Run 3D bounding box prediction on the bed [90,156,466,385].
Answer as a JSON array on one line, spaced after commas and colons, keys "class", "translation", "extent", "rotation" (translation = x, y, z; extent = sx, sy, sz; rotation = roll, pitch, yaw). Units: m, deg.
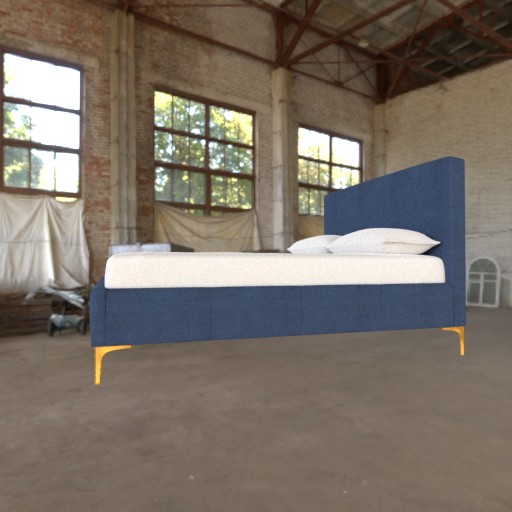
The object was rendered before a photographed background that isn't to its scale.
[{"class": "bed", "translation": [0.000, 0.000, 3.193], "extent": [2.172, 1.231, 1.723], "rotation": [0, -1, -18]}]
